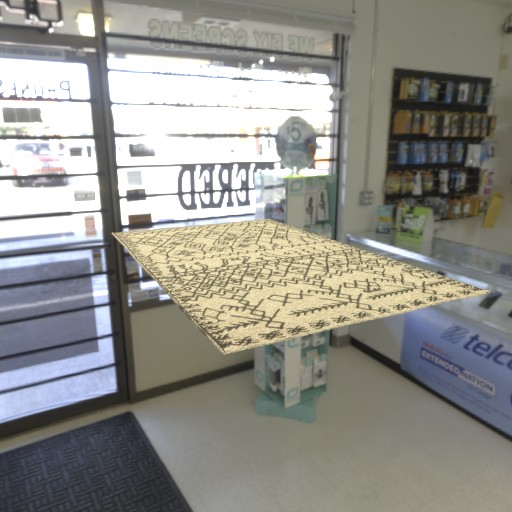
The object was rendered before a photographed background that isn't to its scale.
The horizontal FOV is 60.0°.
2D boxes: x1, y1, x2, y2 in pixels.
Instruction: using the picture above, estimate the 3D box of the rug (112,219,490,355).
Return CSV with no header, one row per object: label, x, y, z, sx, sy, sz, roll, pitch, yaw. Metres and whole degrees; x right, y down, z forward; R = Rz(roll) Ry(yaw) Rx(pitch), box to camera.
rug,0.000,0.000,3.052,1.530,0.012,2.444,-7,17,-26
